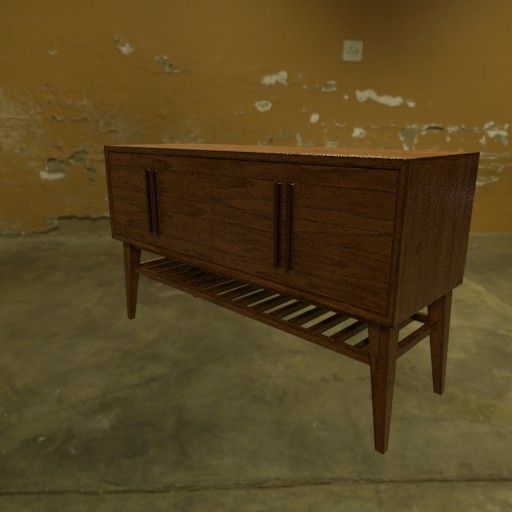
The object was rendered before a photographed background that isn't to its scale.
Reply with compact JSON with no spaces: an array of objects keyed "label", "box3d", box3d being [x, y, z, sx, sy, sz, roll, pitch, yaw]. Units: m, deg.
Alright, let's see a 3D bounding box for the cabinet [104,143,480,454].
[{"label":"cabinet","box3d":[0.000,0.000,1.696,1.363,0.802,0.477,15,21,42]}]
